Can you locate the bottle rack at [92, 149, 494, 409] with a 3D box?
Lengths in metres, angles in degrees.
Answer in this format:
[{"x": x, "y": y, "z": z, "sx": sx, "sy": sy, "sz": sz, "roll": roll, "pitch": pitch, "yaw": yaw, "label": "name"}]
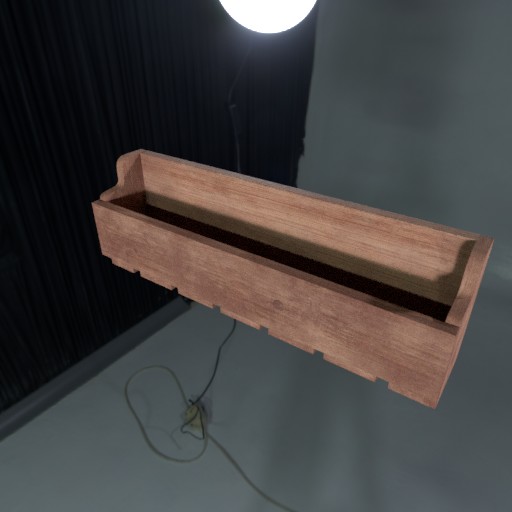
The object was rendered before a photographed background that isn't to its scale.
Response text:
[{"x": 0.000, "y": 0.000, "z": 0.685, "sx": 0.608, "sy": 0.196, "sz": 0.126, "roll": 20, "pitch": 36, "yaw": 29, "label": "bottle rack"}]
